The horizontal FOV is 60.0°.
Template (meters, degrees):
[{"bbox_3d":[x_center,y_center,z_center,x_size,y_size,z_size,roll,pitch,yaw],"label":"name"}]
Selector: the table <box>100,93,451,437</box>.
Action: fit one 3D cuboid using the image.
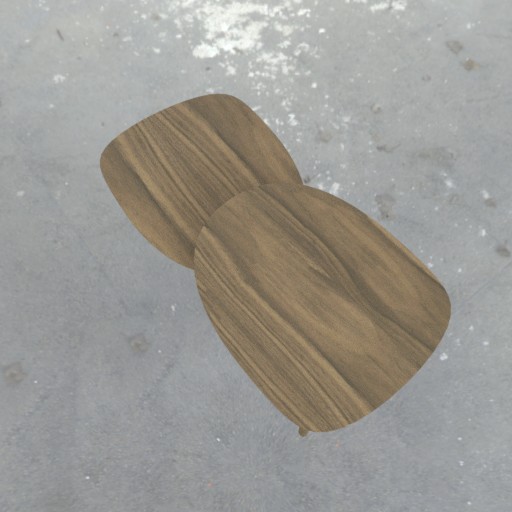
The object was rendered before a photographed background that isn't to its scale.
[{"bbox_3d":[0.000,0.000,1.370,0.527,0.429,1.084,-34,68,-15],"label":"table"}]
